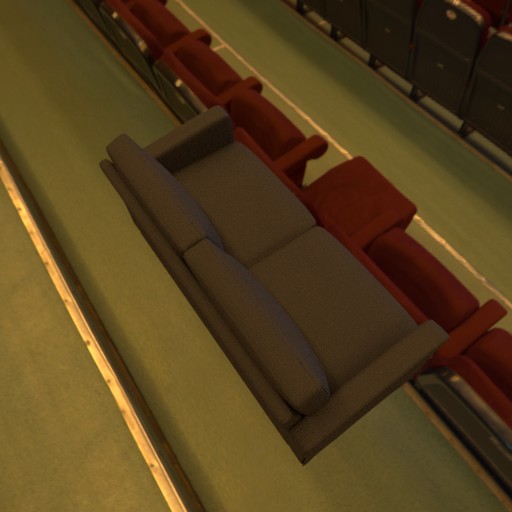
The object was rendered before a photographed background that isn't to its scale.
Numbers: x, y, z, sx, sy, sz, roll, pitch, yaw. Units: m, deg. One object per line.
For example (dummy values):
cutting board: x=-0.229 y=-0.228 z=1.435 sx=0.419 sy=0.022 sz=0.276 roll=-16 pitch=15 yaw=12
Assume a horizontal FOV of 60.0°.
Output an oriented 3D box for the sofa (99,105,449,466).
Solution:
sofa: x=0.000 y=0.000 z=2.352 sx=0.898 sy=0.839 sz=1.852 roll=-31 pitch=63 yaw=-18
